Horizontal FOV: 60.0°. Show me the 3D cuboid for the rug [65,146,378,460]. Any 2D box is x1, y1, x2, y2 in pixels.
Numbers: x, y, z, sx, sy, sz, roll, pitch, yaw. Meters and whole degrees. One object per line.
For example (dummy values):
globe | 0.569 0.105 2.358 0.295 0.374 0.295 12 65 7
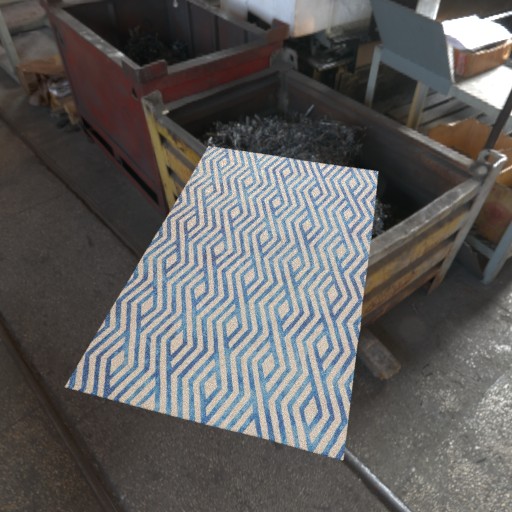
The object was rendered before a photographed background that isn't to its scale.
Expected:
rug | 0.000 0.000 3.104 1.531 0.008 2.439 11 48 10
